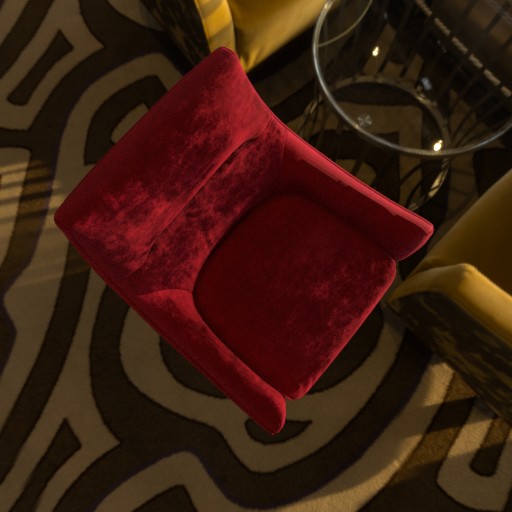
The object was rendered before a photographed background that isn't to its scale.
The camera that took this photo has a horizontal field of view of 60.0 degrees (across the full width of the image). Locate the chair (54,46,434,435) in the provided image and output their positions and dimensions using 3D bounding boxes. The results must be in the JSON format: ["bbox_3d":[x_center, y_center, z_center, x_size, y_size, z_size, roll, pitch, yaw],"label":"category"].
[{"bbox_3d":[0.000,0.000,1.427,0.787,0.838,0.762,39,80,8],"label":"chair"}]
